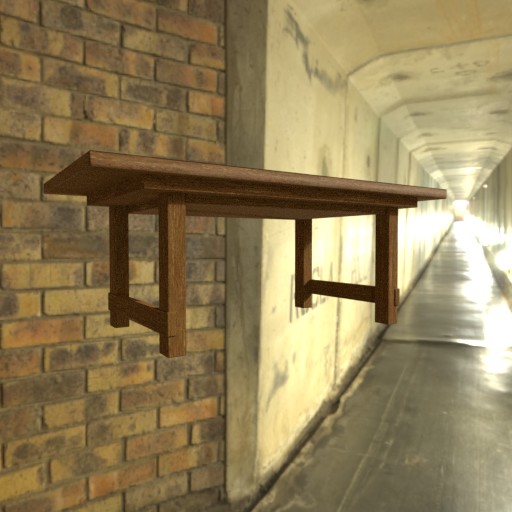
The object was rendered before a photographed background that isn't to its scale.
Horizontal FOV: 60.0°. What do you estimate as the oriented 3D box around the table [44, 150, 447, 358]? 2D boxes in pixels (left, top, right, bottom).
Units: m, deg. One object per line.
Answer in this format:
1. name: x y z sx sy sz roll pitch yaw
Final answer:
1. table: 0.000 0.000 2.439 1.982 0.762 1.000 -1 2 -33
